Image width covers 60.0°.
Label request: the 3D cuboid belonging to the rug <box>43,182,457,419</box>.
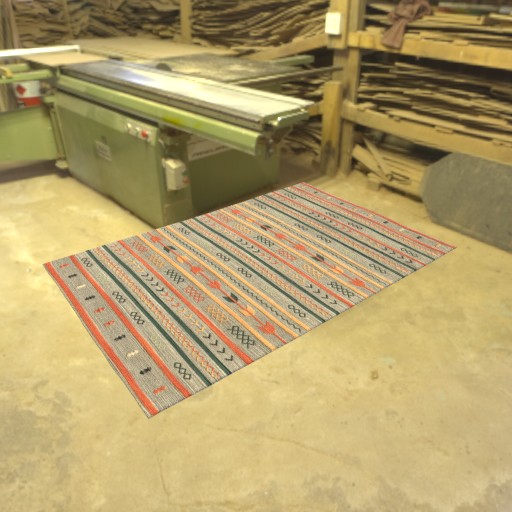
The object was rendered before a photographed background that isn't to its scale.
[{"bbox_3d":[0.000,0.000,2.340,1.835,0.017,1.220,-22,37,-32],"label":"rug"}]
